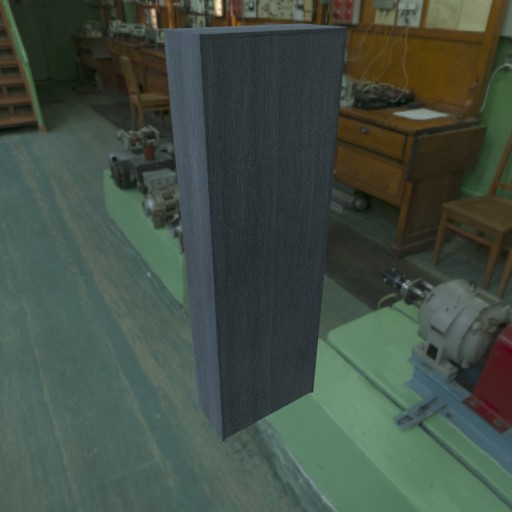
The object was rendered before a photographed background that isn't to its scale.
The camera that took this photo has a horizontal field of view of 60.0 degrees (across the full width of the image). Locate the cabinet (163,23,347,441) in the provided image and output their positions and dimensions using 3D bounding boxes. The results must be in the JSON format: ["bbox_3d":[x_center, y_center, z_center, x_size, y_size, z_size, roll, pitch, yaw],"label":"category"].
[{"bbox_3d":[0.000,0.000,1.778,0.520,1.630,0.255,-18,35,-28],"label":"cabinet"}]
